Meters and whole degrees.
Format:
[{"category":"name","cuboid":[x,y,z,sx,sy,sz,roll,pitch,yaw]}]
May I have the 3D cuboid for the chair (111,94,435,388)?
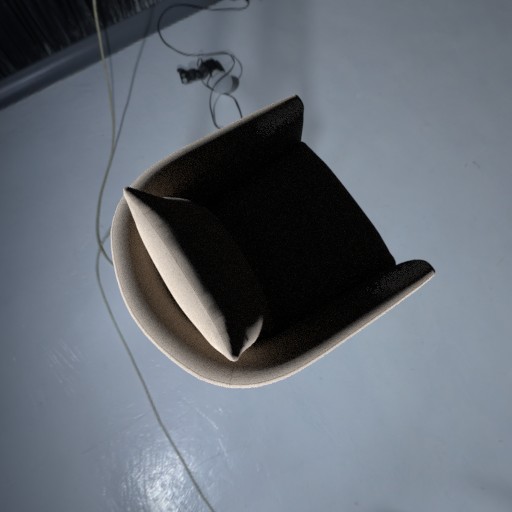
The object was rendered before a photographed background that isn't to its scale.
[{"category":"chair","cuboid":[0.000,0.000,1.634,0.910,0.848,0.845,-32,77,-8]}]
